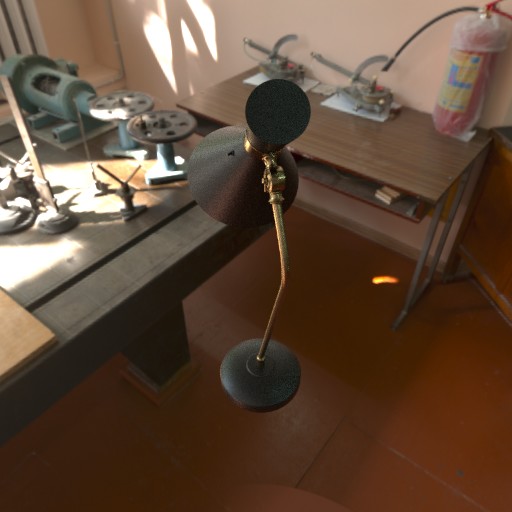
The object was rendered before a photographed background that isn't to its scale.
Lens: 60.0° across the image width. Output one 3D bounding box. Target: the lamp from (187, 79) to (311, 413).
[{"bbox_3d":[0.000,0.000,0.780,0.189,0.647,0.292,-12,43,-13],"label":"lamp"}]
